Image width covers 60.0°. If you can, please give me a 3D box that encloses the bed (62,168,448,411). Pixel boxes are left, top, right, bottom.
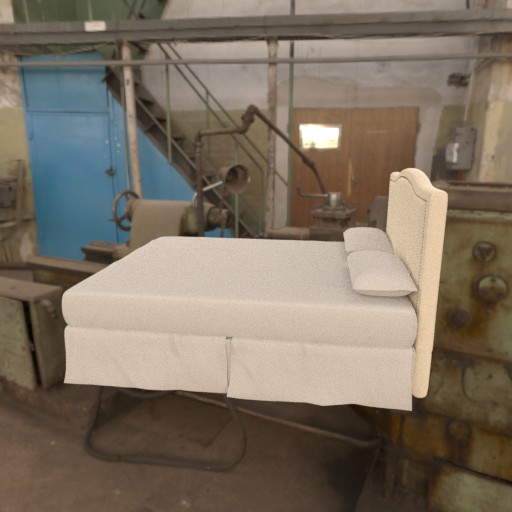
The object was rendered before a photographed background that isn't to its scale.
[{"bbox_3d":[0.000,0.000,3.651,2.477,1.437,1.977,2,15,9],"label":"bed"}]
